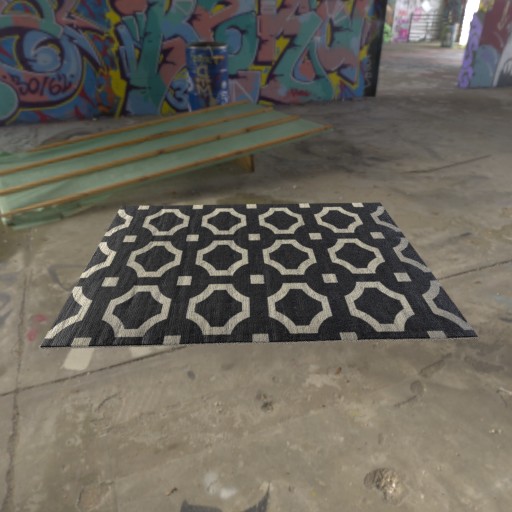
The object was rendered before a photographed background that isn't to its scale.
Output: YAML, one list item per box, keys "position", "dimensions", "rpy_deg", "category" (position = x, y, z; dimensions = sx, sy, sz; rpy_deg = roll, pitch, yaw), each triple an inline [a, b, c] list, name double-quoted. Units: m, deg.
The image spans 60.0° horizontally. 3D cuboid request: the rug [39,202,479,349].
- position: [0.000, 0.000, 4.133]
  dimensions: [3.049, 0.021, 2.466]
  rpy_deg: [-1, 29, -2]
  category: "rug"
